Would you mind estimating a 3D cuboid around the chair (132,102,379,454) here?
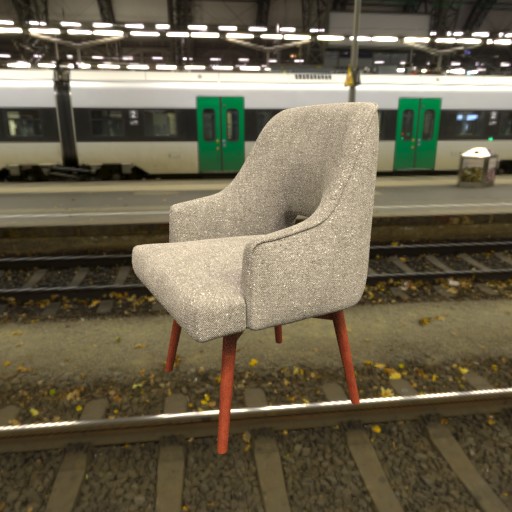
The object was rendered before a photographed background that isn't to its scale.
[{"bbox_3d":[0.000,0.000,1.315,0.629,0.875,0.608,-8,18,-27],"label":"chair"}]
